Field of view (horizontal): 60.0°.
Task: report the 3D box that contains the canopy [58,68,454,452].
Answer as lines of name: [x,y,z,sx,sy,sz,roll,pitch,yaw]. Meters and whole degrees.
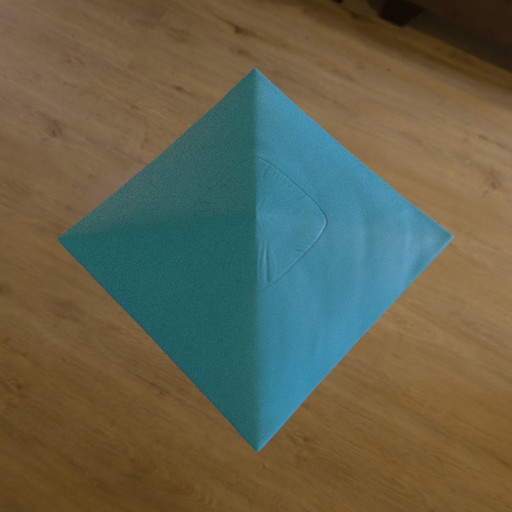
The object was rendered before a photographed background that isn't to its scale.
canopy: [0.000,0.000,5.400,2.998,2.997,2.996,44,79,10]
